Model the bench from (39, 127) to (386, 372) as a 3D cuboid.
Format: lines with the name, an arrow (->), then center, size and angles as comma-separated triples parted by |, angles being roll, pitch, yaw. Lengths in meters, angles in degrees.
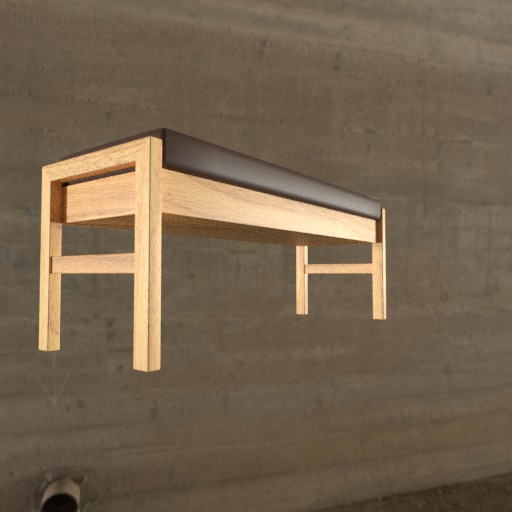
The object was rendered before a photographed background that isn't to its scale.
bench -> 0.000, 0.000, 1.432 | 0.405, 0.480, 1.200 | -2, -3, 37
